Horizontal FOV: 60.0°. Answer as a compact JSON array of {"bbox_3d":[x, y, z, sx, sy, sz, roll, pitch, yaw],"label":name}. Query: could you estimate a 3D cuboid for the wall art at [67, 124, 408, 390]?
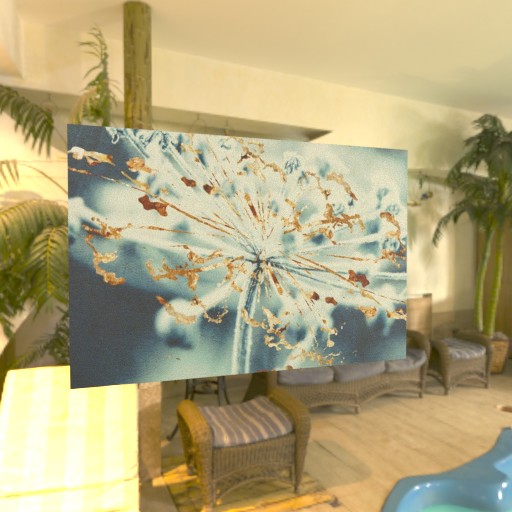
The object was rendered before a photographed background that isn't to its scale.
[{"bbox_3d":[0.000,0.000,1.170,0.912,0.608,0.038,0,2,-18],"label":"wall art"}]
